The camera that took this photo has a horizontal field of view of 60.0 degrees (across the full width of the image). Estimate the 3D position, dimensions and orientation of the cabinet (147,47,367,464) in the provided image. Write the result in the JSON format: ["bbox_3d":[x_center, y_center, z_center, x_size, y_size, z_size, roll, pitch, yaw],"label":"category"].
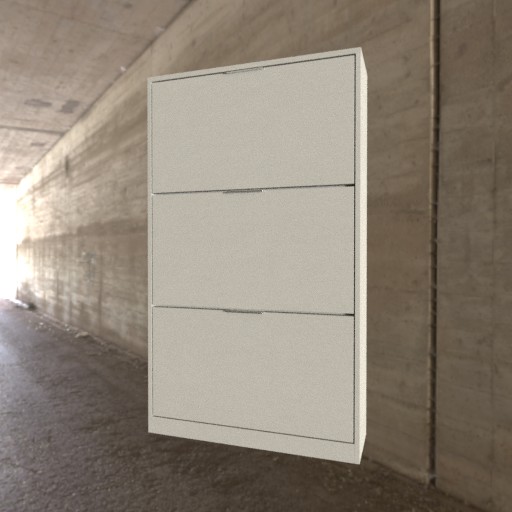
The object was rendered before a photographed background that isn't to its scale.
[{"bbox_3d":[0.000,0.000,1.584,0.750,1.280,0.250,0,1,19],"label":"cabinet"}]
